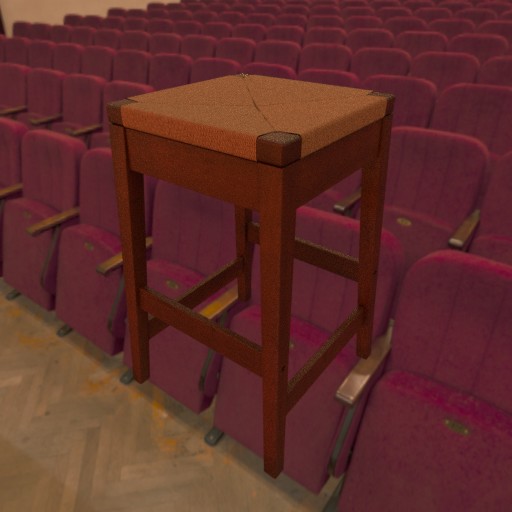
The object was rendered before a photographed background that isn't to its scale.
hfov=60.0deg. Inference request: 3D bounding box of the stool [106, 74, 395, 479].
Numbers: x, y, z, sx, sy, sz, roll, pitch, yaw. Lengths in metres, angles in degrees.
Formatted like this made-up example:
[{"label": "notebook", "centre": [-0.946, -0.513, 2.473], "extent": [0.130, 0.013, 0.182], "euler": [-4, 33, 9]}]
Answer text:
[{"label": "stool", "centre": [0.000, 0.000, 1.108], "extent": [0.497, 0.762, 0.507], "euler": [22, 38, 31]}]
